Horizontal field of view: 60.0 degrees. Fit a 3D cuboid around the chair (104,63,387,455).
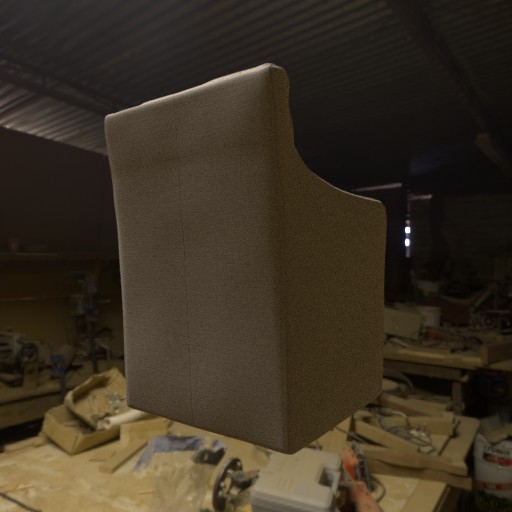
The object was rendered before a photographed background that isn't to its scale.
[{"bbox_3d":[0.000,0.000,1.371,0.626,0.914,0.694,0,-1,36],"label":"chair"}]
